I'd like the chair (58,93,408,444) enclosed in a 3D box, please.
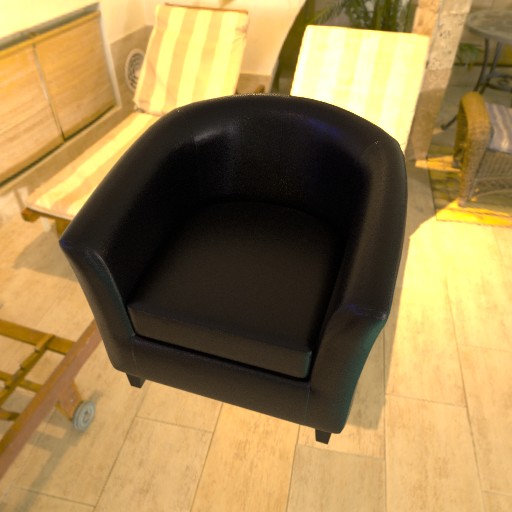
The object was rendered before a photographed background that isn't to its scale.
[{"bbox_3d":[0.000,0.000,1.370,0.793,0.756,0.727,12,43,13],"label":"chair"}]
